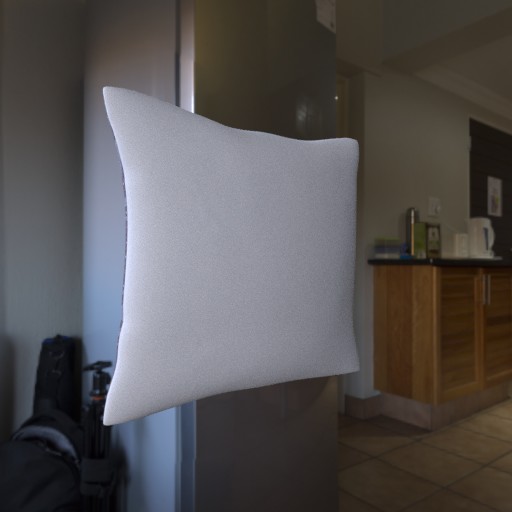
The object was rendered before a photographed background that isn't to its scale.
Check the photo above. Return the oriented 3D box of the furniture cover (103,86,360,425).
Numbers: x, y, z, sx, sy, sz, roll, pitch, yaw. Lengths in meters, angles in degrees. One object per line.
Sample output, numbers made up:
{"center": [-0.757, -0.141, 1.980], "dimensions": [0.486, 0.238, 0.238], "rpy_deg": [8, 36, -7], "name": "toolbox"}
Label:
{"center": [0.000, 0.000, 0.815], "dimensions": [0.552, 0.509, 0.193], "rpy_deg": [0, 0, -35], "name": "furniture cover"}
